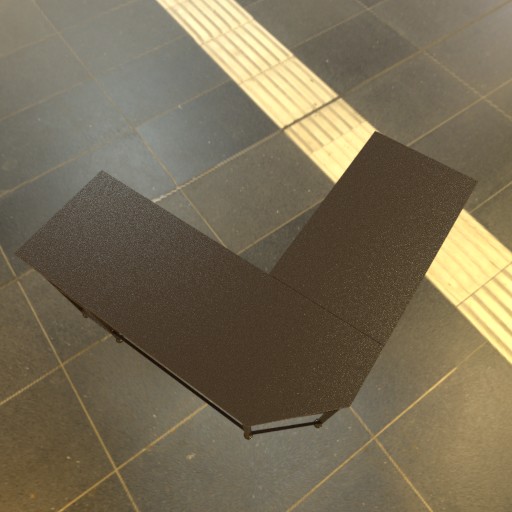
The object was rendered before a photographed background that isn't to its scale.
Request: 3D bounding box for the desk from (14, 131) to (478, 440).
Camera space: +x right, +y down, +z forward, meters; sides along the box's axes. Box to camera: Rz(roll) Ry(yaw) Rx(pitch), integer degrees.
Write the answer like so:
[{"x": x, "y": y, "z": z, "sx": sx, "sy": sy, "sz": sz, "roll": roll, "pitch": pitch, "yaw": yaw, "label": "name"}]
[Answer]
[{"x": 0.000, "y": 0.000, "z": 2.163, "sx": 1.379, "sy": 0.739, "sz": 1.379, "roll": 32, "pitch": 68, "yaw": 15, "label": "desk"}]
